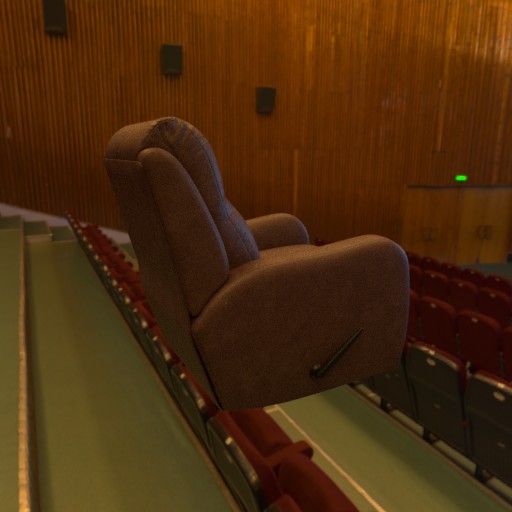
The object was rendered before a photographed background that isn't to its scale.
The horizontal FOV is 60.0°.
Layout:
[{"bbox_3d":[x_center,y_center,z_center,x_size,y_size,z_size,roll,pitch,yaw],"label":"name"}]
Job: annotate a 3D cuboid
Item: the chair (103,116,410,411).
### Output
[{"bbox_3d":[0.000,0.000,1.858,1.067,1.067,0.865,-7,15,-27],"label":"chair"}]
